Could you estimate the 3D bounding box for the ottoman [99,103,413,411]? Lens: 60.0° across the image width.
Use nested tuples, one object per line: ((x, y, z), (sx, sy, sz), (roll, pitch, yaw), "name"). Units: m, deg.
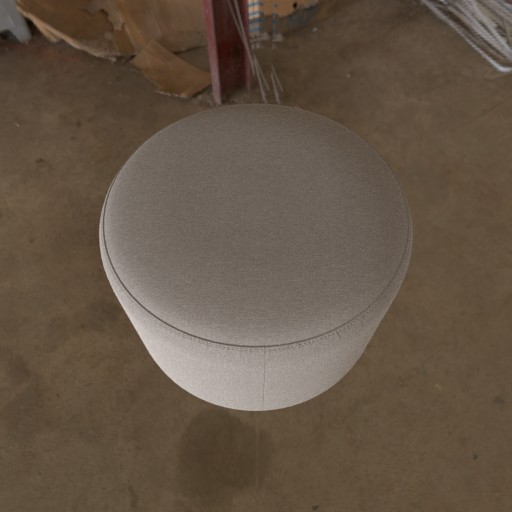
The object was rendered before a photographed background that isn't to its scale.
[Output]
((0.000, 0.000, 1.003), (0.608, 0.433, 0.608), (0, 58, 0), "ottoman")
